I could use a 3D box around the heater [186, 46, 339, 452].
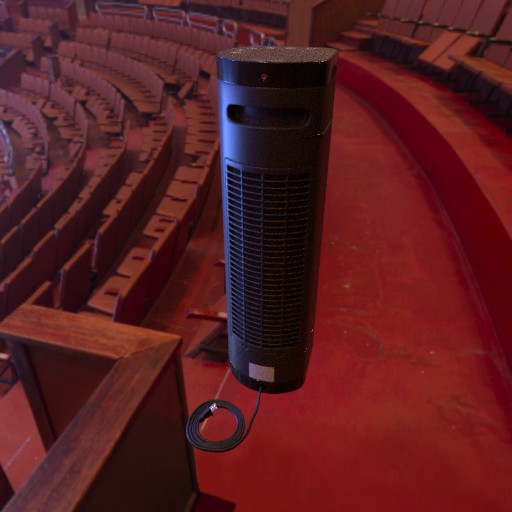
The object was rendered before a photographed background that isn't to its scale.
[{"bbox_3d":[0.000,0.000,0.674,0.174,0.552,0.312,8,32,13],"label":"heater"}]
